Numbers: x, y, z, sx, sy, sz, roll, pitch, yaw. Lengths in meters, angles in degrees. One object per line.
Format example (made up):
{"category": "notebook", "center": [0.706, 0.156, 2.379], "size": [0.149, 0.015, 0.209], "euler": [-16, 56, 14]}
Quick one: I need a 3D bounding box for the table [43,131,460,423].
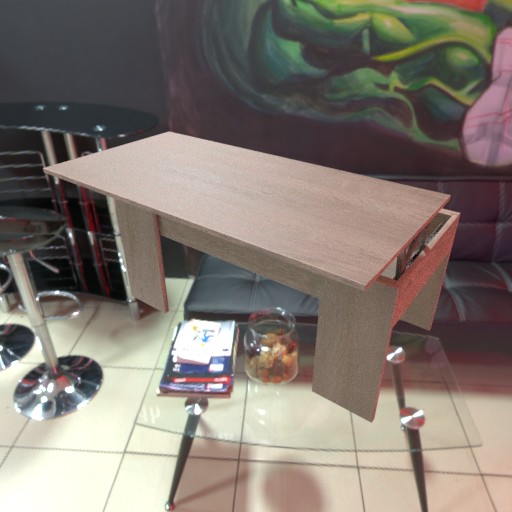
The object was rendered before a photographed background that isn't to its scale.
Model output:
{"category": "table", "center": [0.000, 0.000, 1.406], "size": [1.000, 0.570, 0.711], "euler": [21, 36, 31]}
